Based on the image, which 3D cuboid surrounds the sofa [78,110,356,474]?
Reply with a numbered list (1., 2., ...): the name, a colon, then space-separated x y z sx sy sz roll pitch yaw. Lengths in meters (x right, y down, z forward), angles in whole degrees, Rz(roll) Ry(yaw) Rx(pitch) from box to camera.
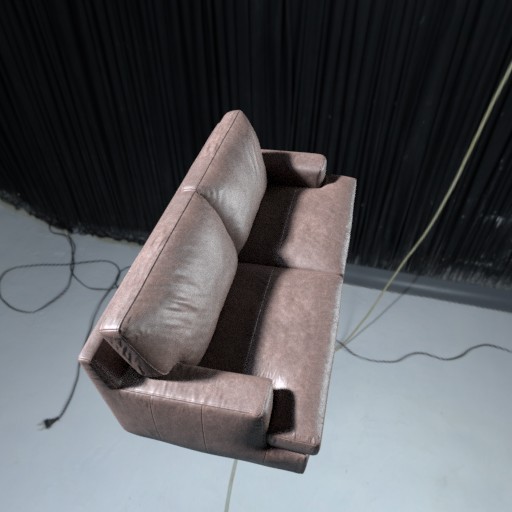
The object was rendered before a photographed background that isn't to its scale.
1. sofa: 0.000 0.000 2.829 1.143 0.941 2.261 10 46 9
